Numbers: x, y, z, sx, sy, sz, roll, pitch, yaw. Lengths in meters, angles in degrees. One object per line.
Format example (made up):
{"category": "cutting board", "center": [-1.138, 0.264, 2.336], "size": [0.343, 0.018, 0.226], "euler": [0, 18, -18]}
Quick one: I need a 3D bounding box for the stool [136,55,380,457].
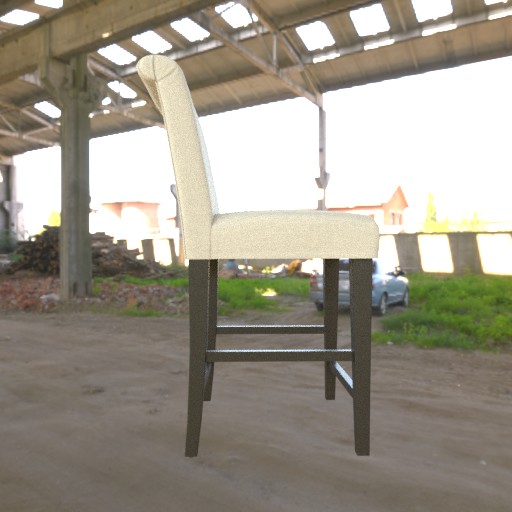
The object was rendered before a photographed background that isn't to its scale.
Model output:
{"category": "stool", "center": [0.000, 0.000, 1.291], "size": [0.597, 0.976, 0.452], "euler": [0, 0, -1]}
